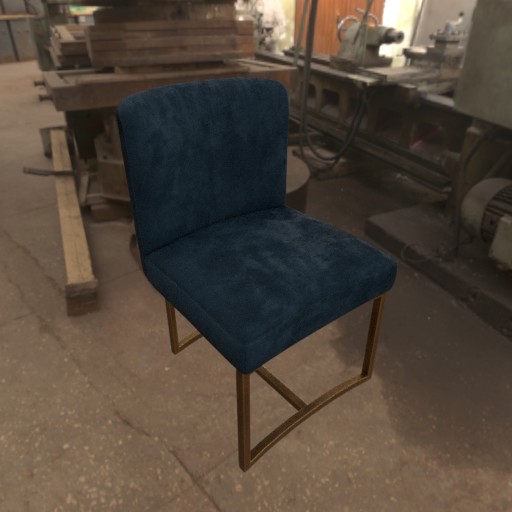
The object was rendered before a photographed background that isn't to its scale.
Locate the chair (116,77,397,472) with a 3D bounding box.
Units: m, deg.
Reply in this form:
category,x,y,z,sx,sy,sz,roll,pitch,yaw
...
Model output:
category,x,y,z,sx,sy,sz,roll,pitch,yaw
chair,0.000,0.000,1.190,0.530,0.824,0.560,-23,37,-33
